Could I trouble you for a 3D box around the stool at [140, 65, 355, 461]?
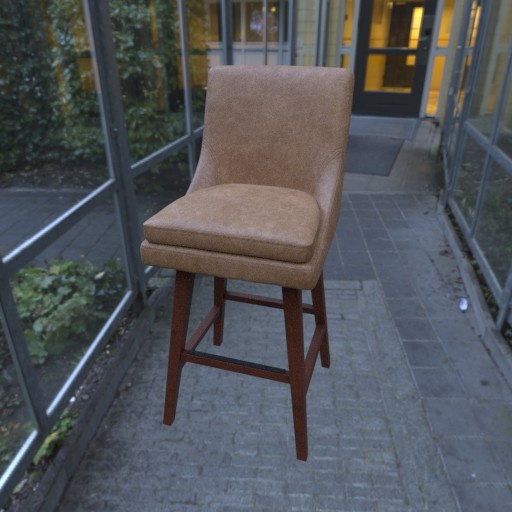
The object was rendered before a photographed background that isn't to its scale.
[{"bbox_3d":[0.000,0.000,1.401,0.487,1.079,0.572,8,28,16],"label":"stool"}]
